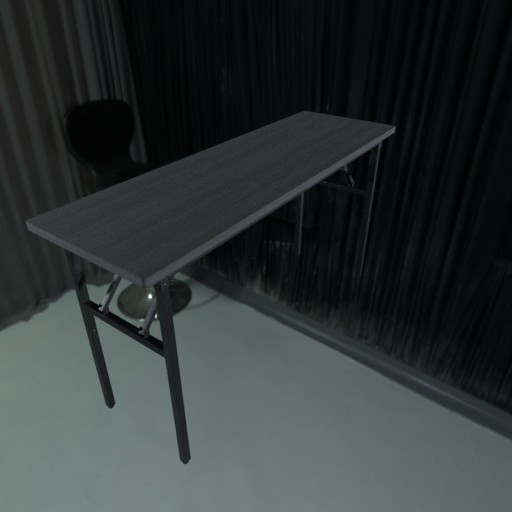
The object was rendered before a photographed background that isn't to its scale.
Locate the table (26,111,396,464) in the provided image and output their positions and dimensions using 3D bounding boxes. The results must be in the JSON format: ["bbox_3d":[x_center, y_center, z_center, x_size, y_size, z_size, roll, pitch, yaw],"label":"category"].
[{"bbox_3d":[0.000,0.000,1.698,0.449,0.750,1.399,21,37,30],"label":"table"}]
